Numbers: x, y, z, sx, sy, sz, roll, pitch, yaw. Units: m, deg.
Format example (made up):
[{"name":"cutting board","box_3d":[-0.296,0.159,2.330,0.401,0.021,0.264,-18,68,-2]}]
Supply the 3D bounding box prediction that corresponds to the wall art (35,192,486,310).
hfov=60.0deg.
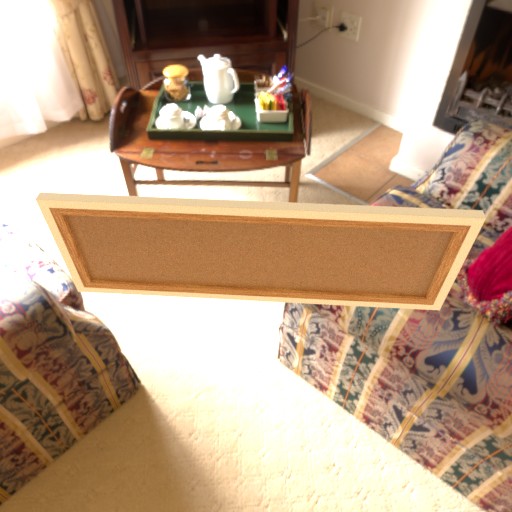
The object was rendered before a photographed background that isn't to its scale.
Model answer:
[{"name":"wall art","box_3d":[0.000,0.000,1.690,1.520,0.507,0.044,3,47,3]}]
